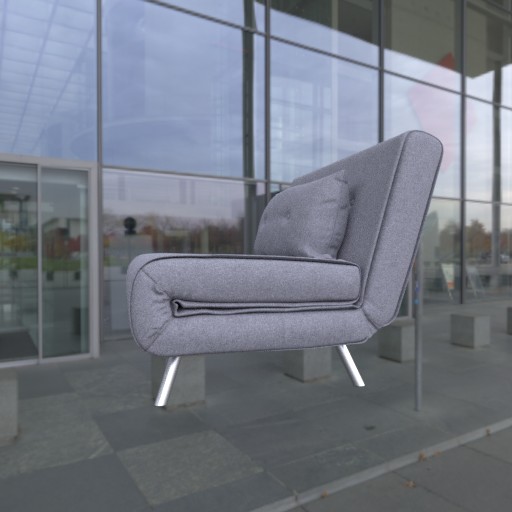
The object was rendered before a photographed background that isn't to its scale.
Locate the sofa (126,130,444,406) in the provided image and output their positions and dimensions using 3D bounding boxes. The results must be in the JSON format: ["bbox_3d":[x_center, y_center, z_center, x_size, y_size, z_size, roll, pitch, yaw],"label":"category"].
[{"bbox_3d":[0.000,0.000,1.785,1.000,0.825,1.020,0,1,-17],"label":"sofa"}]
